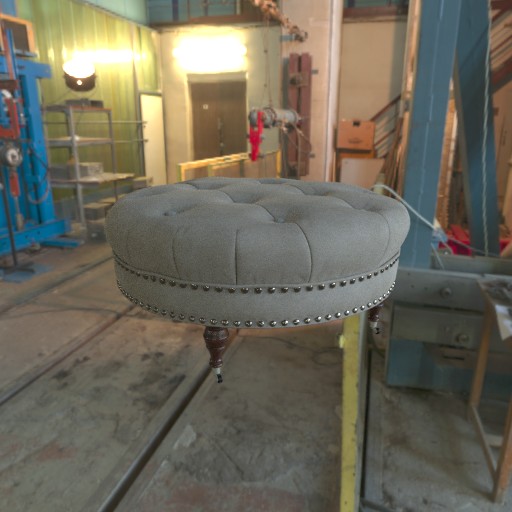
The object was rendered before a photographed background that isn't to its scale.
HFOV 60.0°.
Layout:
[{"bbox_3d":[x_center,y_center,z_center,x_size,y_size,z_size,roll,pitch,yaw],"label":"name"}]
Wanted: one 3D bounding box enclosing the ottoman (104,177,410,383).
[{"bbox_3d":[0.000,0.000,1.397,0.901,0.439,0.901,0,17,0],"label":"ottoman"}]
